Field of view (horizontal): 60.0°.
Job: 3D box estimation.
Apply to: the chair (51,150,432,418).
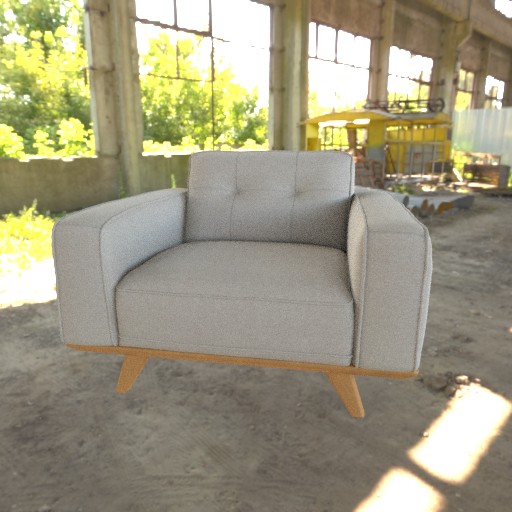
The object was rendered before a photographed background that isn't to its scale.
[{"bbox_3d":[0.000,0.000,1.693,1.115,0.779,0.953,3,14,10],"label":"chair"}]
